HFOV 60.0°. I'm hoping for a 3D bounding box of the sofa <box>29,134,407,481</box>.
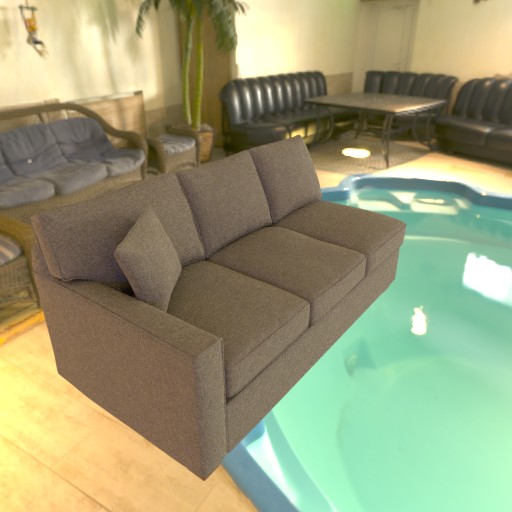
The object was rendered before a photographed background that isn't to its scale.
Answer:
[{"bbox_3d":[0.000,0.000,2.443,1.034,0.946,1.963,18,32,33],"label":"sofa"}]
